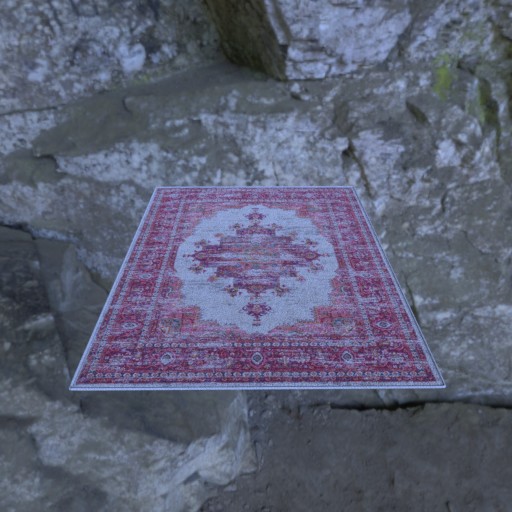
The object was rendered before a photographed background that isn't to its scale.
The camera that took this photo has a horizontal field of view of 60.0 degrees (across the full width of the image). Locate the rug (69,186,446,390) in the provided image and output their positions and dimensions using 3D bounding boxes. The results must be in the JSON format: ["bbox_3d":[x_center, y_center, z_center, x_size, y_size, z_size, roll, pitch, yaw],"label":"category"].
[{"bbox_3d":[0.000,0.000,4.162,2.447,0.017,3.123,0,33,0],"label":"rug"}]
